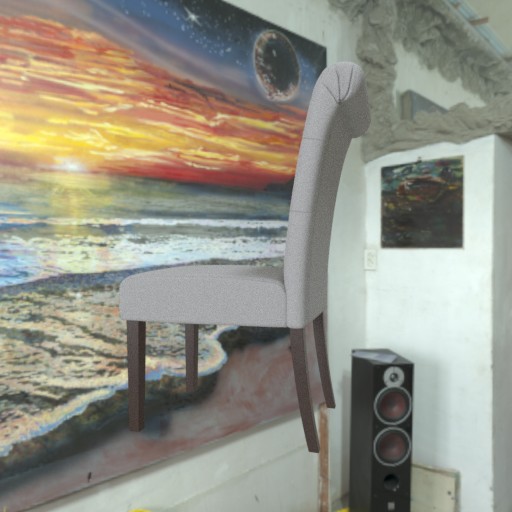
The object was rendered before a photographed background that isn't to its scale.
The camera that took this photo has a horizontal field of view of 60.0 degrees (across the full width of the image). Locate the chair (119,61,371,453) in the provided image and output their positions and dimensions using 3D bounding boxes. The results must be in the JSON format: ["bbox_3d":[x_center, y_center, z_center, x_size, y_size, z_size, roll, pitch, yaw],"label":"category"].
[{"bbox_3d":[0.000,0.000,1.369,0.671,1.006,0.456,0,1,17],"label":"chair"}]
